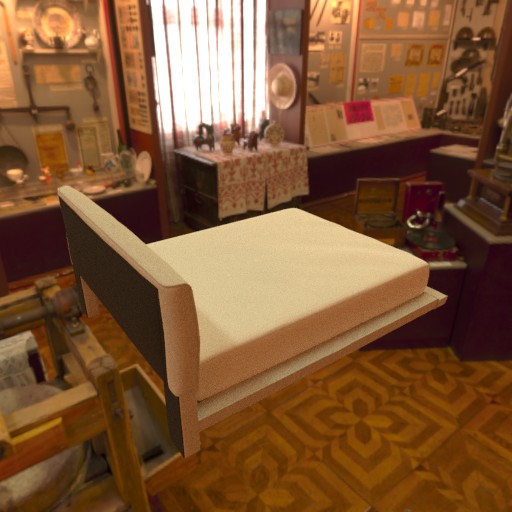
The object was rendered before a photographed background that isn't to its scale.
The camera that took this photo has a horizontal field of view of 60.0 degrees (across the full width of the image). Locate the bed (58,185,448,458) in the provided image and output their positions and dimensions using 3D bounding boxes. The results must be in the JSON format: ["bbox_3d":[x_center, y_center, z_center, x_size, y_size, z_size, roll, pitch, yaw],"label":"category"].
[{"bbox_3d":[0.000,0.000,3.581,2.498,1.126,1.980,-17,30,-32],"label":"bed"}]
